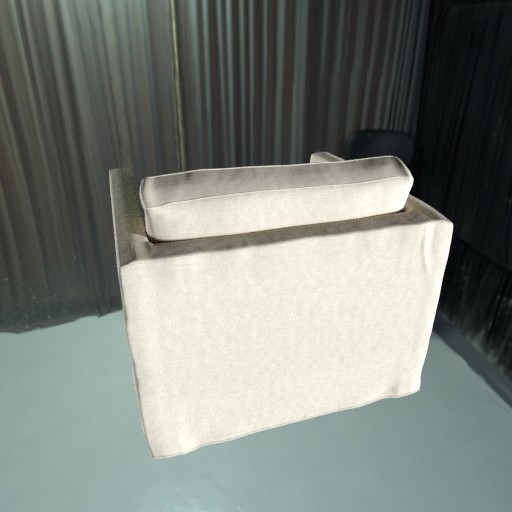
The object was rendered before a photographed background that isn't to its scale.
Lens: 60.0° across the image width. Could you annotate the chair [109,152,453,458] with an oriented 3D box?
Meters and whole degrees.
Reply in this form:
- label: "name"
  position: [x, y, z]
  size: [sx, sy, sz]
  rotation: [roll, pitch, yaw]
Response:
- label: "chair"
  position: [0.000, 0.000, 1.750]
  size: [1.057, 0.867, 0.949]
  rotation: [-8, 28, -16]
